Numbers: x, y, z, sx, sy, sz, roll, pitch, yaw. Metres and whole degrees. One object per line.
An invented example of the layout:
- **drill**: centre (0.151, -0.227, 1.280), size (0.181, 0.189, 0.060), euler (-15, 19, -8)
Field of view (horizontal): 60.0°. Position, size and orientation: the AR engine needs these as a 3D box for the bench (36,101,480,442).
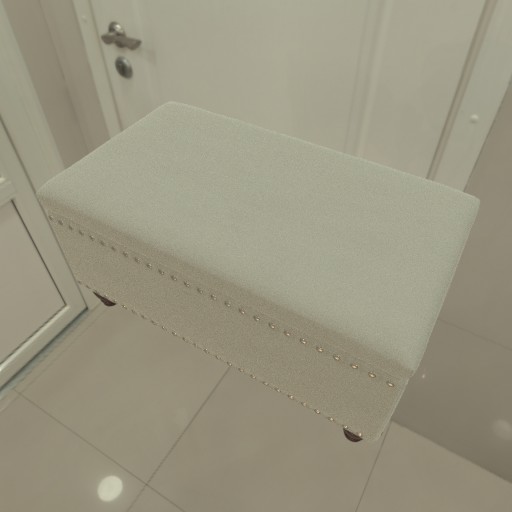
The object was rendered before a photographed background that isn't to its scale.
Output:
- **bench**: centre (0.000, 0.000, 1.144), size (0.887, 0.449, 0.500), euler (23, 51, 21)
